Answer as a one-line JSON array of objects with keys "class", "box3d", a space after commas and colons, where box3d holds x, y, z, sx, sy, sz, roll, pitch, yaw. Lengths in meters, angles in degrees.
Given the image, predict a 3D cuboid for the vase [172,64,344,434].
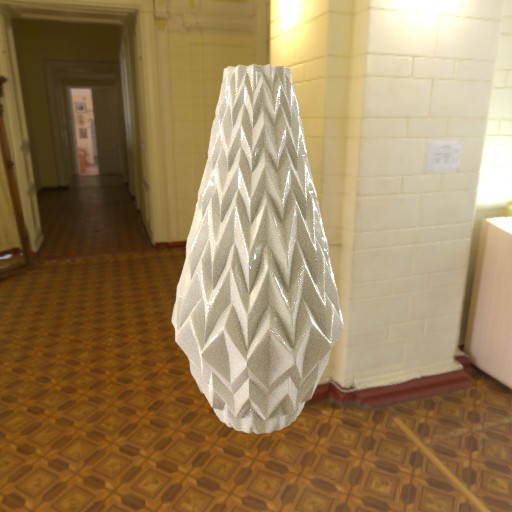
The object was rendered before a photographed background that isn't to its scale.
[{"class": "vase", "box3d": [0.000, 0.000, 0.418, 0.167, 0.328, 0.167, 0, 17, 0]}]
